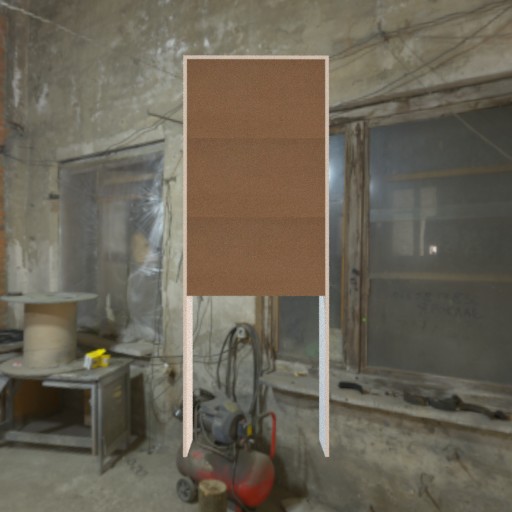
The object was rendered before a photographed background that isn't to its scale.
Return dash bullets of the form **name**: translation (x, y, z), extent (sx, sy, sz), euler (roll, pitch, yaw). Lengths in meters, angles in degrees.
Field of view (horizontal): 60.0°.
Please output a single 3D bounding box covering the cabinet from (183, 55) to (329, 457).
- **cabinet**: translation (0.000, 0.000, 2.051), extent (0.643, 1.770, 0.192), euler (0, 0, 0)
